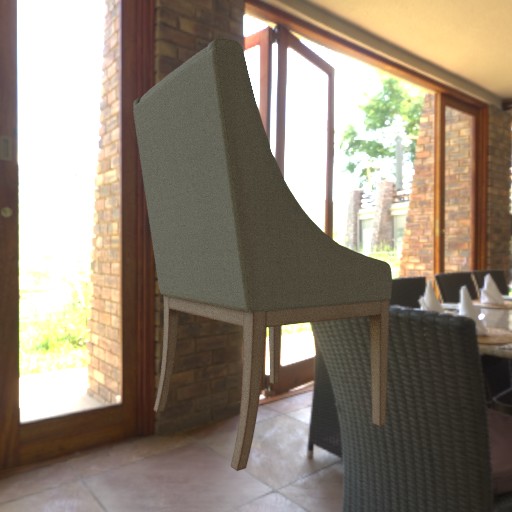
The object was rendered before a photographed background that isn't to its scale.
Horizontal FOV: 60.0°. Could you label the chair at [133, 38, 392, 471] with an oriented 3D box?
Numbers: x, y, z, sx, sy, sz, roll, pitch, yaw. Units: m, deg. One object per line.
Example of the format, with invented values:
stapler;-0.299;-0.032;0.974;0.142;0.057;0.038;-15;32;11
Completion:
chair;0.000;0.000;1.395;0.611;1.021;0.575;0;1;-36
